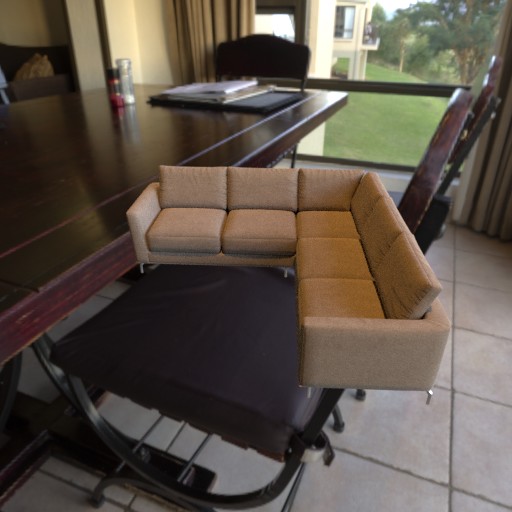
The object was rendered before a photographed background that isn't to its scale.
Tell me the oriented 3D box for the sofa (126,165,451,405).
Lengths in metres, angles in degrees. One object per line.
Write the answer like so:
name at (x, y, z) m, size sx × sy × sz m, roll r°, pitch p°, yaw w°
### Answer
sofa at (0.000, 0.000, 3.742) m, size 2.438 × 0.864 × 2.438 m, roll 2°, pitch 29°, yaw 3°
